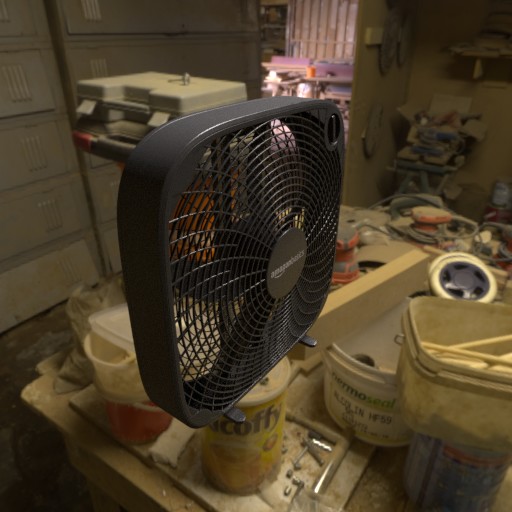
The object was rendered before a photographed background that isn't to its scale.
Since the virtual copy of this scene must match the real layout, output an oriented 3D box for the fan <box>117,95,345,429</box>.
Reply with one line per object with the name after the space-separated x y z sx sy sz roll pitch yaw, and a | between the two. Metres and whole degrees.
0.000 0.000 0.819 0.142 0.533 0.526 19 33 31 | fan
